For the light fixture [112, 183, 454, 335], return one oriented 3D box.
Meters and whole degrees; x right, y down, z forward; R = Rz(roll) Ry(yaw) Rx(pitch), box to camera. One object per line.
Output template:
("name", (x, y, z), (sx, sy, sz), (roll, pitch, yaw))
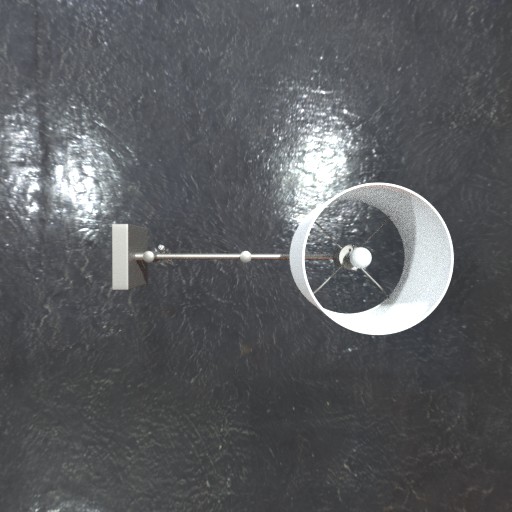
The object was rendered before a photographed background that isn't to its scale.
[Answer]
("light fixture", (0.000, 0.000, 0.913), (0.516, 0.651, 0.203), (0, 91, -1))
